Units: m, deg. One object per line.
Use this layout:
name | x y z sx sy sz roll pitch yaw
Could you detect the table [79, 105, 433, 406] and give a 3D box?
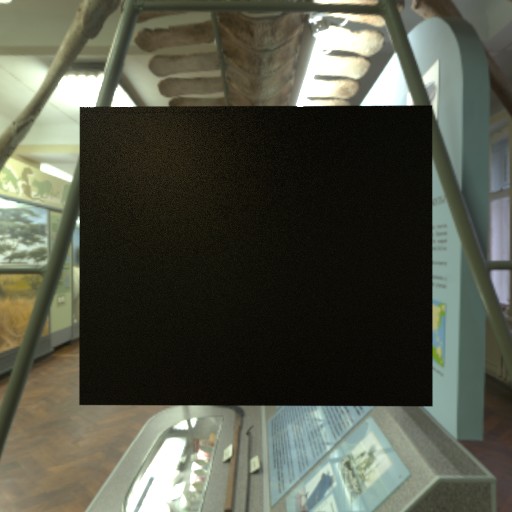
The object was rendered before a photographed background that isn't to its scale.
table | 0.000 0.000 1.357 0.930 0.790 0.380 0 0 1
